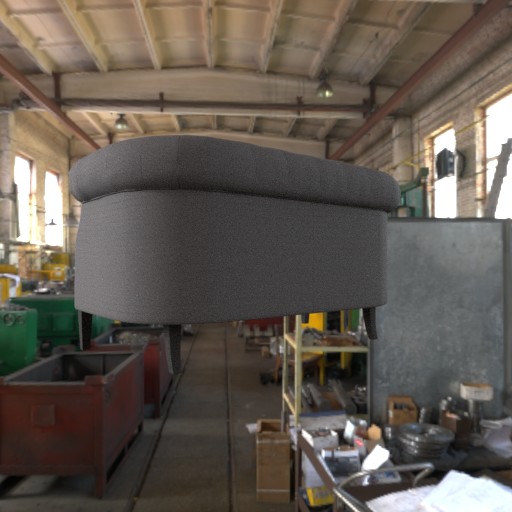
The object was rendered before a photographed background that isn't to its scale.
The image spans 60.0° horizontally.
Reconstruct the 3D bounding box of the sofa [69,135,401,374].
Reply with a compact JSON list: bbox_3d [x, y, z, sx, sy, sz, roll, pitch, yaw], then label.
[{"bbox_3d":[0.000,0.000,2.082,1.558,0.827,0.835,1,-1,-38],"label":"sofa"}]
